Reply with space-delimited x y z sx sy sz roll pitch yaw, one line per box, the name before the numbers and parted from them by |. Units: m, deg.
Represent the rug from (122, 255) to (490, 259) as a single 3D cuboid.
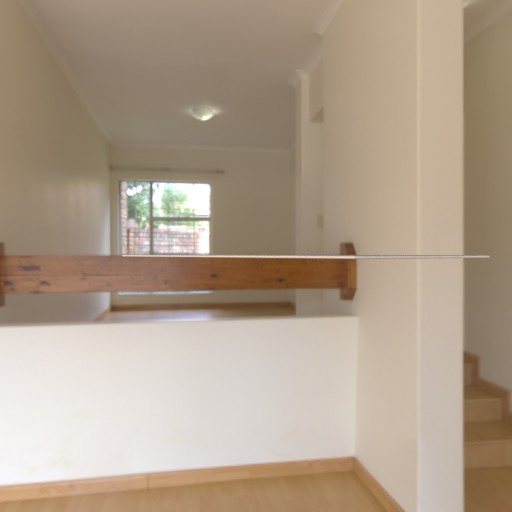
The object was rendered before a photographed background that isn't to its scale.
rug | 0.000 0.000 2.696 0.864 0.012 2.388 0 0 -35
